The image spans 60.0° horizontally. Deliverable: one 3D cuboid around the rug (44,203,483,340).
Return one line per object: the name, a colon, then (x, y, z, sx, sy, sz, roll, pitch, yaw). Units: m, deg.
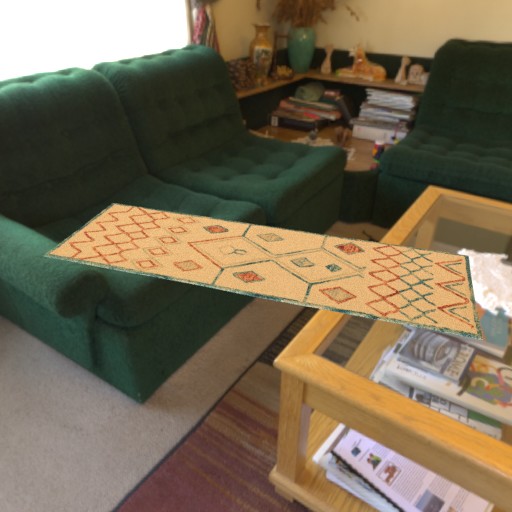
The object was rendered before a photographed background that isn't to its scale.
rug: (0.000, 0.000, 2.657, 2.435, 0.011, 0.750, 9, 34, 14)
